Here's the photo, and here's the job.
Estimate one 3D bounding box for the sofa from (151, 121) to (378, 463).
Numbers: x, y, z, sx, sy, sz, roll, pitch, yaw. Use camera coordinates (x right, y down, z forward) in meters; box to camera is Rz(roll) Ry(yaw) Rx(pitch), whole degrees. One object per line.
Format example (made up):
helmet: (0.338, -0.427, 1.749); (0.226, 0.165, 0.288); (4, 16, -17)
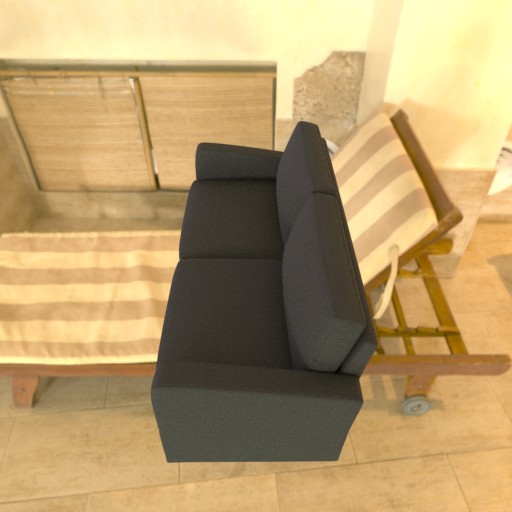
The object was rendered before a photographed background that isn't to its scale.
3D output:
sofa: (0.000, 0.000, 2.404); (0.898, 0.839, 1.852); (0, 42, 0)
